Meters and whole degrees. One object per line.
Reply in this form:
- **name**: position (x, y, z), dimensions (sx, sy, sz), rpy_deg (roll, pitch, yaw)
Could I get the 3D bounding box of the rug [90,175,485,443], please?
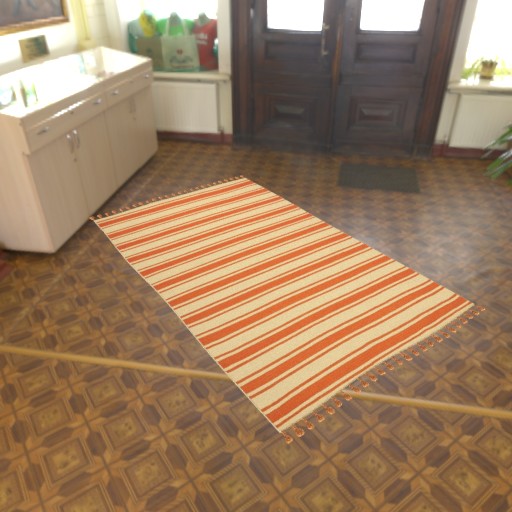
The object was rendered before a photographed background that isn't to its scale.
- **rug**: position (0.000, 0.000, 2.533), dimensions (1.232, 0.017, 2.092), rpy_deg (-21, 38, -30)
